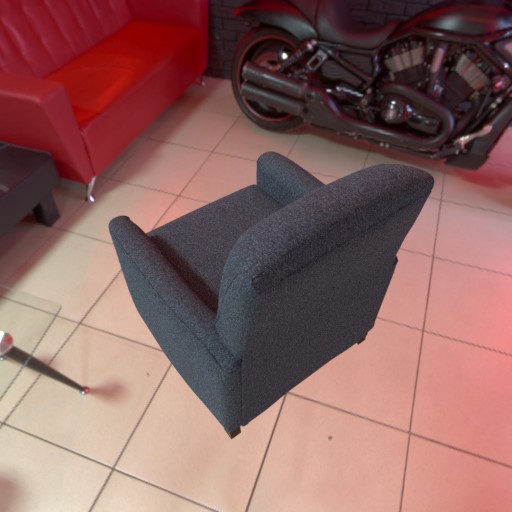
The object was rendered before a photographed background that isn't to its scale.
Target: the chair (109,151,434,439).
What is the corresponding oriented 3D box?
[{"bbox_3d":[0.000,0.000,1.670,0.839,1.016,0.850,-29,53,-25],"label":"chair"}]
